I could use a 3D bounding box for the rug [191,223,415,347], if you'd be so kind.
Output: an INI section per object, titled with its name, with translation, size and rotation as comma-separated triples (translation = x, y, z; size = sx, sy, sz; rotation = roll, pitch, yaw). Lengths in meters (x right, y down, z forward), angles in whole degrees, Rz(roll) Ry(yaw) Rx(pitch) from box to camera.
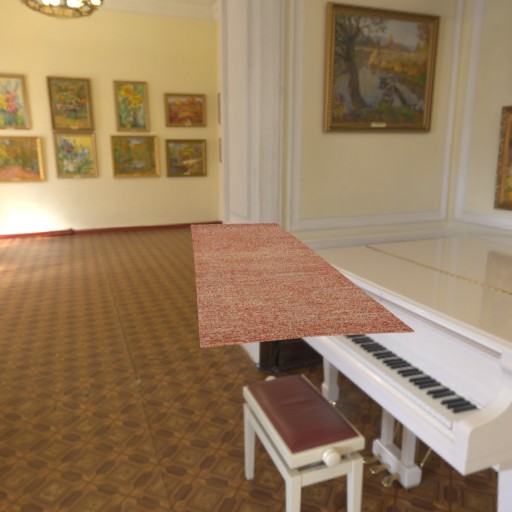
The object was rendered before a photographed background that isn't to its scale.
[rug]
translation = 0.000, 0.000, 2.553
size = 0.718, 0.013, 2.353
rotation = -2, 13, -9
